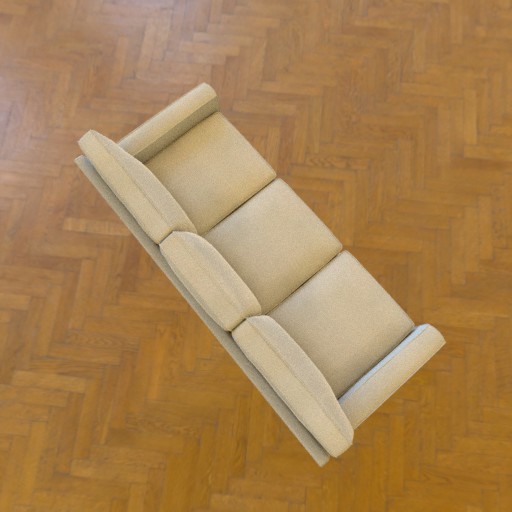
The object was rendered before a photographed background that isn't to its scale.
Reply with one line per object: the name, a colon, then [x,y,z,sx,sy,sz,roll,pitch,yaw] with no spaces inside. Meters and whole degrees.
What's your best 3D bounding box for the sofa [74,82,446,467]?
sofa: [0.000,0.000,2.596,0.935,0.862,2.088,-39,79,-9]
